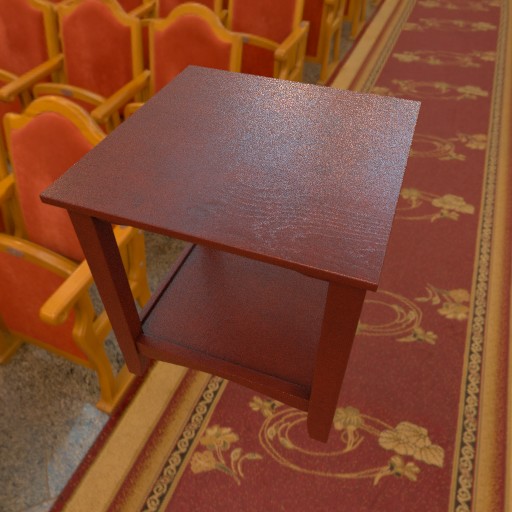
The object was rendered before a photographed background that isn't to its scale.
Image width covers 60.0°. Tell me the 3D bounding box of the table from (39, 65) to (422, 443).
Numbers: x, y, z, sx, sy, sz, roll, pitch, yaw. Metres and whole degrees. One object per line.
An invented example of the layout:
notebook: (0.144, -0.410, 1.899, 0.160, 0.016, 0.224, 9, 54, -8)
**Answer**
table: (0.000, 0.000, 0.958, 0.523, 0.558, 0.522, 17, 48, 16)
